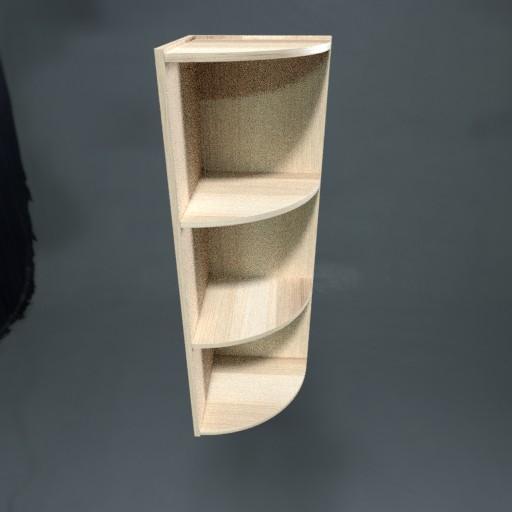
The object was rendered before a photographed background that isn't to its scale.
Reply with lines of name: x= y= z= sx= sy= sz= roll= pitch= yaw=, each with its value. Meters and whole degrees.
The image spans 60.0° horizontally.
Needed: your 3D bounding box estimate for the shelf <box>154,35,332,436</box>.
shelf: x=0.000 y=0.000 z=0.997 sx=0.290 sy=0.872 sz=0.290 roll=1 pitch=30 yaw=3
